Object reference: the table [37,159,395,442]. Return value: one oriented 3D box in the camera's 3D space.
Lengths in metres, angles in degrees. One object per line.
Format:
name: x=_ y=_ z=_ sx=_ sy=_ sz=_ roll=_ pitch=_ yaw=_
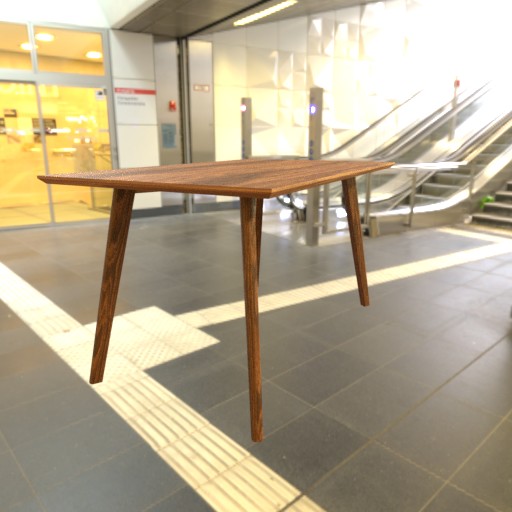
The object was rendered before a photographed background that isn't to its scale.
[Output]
table: x=0.000 y=0.000 z=1.841 sx=0.801 sy=0.724 sz=1.349 roll=8 pitch=17 yaw=27
